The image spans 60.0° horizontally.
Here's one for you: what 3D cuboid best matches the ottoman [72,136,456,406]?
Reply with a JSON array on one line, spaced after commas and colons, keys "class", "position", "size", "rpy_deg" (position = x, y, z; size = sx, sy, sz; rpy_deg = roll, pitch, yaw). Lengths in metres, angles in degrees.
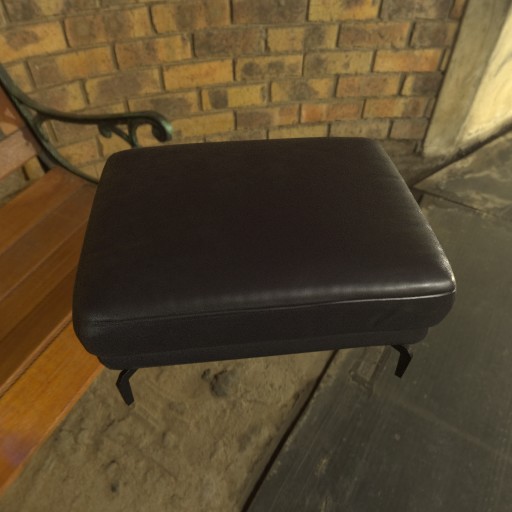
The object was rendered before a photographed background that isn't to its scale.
[{"class": "ottoman", "position": [0.000, 0.000, 1.110], "size": [0.764, 0.402, 0.570], "rpy_deg": [-4, 46, -4]}]
